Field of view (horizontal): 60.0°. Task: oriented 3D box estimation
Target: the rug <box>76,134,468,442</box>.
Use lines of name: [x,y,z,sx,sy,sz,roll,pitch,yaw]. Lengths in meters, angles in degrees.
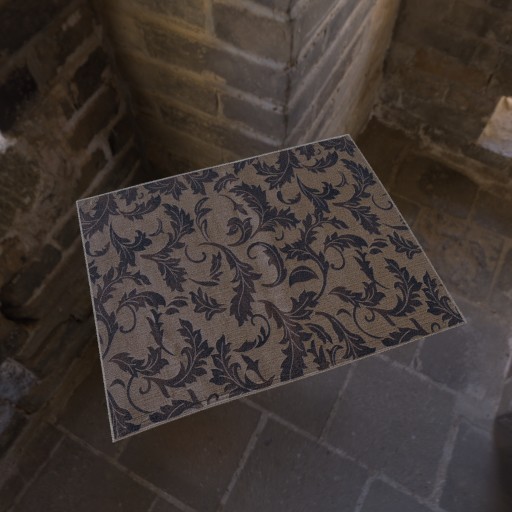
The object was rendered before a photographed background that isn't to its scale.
rug: [0.000,0.000,4.055,2.977,0.008,2.380,-16,59,-10]
